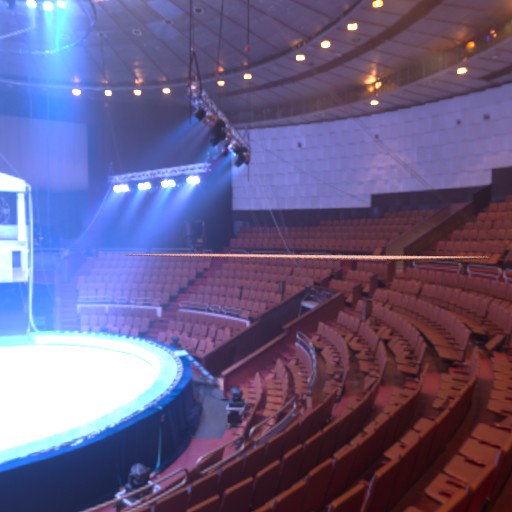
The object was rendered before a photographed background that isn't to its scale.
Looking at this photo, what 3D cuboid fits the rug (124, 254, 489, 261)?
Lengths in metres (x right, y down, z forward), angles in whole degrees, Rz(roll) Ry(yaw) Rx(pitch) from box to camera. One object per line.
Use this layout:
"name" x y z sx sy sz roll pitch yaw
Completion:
"rug" 0.000 0.000 2.511 0.676 0.008 2.277 0 1 -37
